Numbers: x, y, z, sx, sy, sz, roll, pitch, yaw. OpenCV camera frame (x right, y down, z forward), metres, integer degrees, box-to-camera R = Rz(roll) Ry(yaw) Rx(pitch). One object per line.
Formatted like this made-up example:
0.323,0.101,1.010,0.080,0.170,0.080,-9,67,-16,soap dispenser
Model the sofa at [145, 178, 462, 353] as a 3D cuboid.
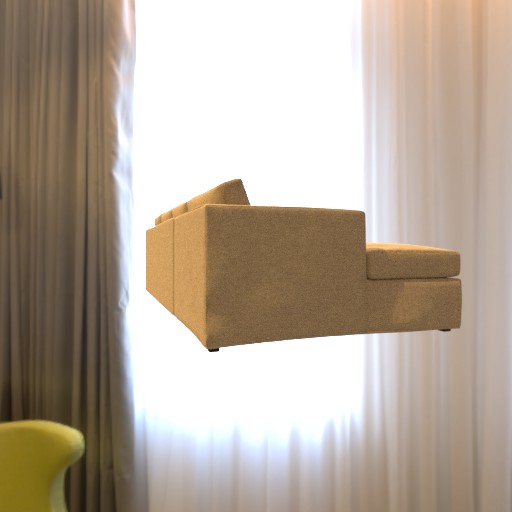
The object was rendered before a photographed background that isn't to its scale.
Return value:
0.000,0.000,3.929,1.638,0.920,3.198,0,1,-19,sofa
